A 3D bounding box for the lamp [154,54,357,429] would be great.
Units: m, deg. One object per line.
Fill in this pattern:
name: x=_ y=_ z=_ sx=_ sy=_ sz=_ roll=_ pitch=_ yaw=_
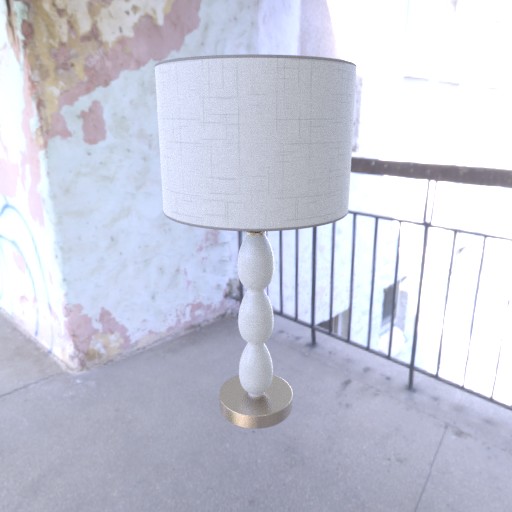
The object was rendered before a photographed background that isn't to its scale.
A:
lamp: x=0.000 y=0.000 z=0.710 sx=0.282 sy=0.559 sz=0.280 roll=-16 pitch=24 yaw=-41
